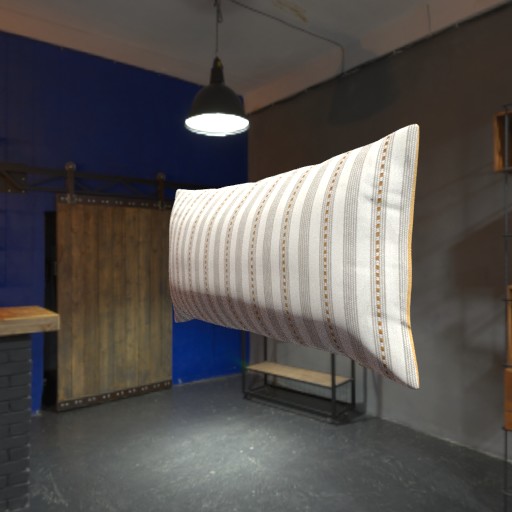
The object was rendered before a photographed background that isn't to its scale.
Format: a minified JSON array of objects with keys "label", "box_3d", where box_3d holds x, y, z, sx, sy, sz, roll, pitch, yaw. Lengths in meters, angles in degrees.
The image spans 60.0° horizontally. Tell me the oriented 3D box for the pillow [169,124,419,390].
[{"label":"pillow","box_3d":[0.000,0.000,0.728,0.151,0.291,0.608,0,0,-35]}]
